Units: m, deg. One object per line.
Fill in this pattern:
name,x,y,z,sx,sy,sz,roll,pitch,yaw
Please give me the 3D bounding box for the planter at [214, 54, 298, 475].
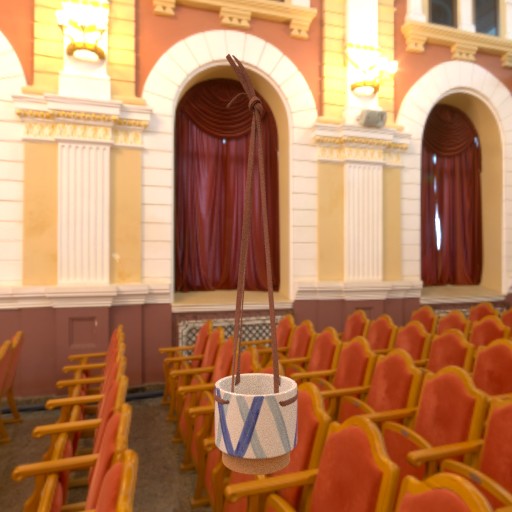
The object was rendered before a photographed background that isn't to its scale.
planter,0.000,0.000,0.827,0.157,0.753,0.153,0,-1,-17
